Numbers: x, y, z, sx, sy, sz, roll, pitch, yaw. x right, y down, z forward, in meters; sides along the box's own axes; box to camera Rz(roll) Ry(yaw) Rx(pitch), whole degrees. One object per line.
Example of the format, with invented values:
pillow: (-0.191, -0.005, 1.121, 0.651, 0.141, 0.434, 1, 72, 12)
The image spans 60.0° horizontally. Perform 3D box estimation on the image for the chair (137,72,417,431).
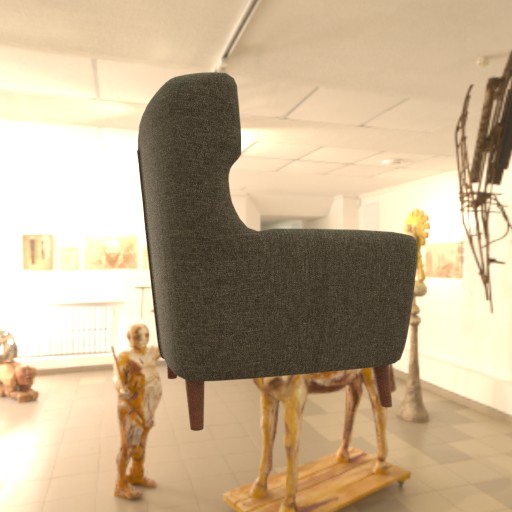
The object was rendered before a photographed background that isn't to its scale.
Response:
chair: (0.000, 0.000, 1.739, 0.904, 1.063, 0.878, 0, 0, -18)
